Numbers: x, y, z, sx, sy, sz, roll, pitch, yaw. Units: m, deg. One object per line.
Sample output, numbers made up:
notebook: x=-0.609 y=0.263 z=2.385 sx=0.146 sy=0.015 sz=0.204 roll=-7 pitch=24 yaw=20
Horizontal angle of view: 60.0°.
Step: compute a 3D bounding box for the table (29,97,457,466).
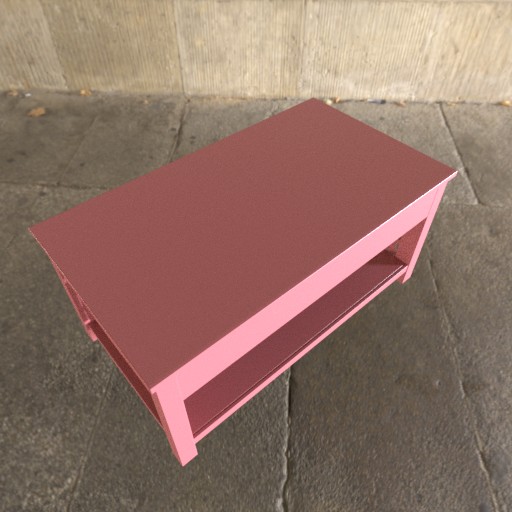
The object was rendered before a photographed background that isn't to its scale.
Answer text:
table: x=0.000 y=0.000 z=1.426 sx=1.068 sy=0.493 sz=0.612 roll=-32 pitch=55 yaw=-27
